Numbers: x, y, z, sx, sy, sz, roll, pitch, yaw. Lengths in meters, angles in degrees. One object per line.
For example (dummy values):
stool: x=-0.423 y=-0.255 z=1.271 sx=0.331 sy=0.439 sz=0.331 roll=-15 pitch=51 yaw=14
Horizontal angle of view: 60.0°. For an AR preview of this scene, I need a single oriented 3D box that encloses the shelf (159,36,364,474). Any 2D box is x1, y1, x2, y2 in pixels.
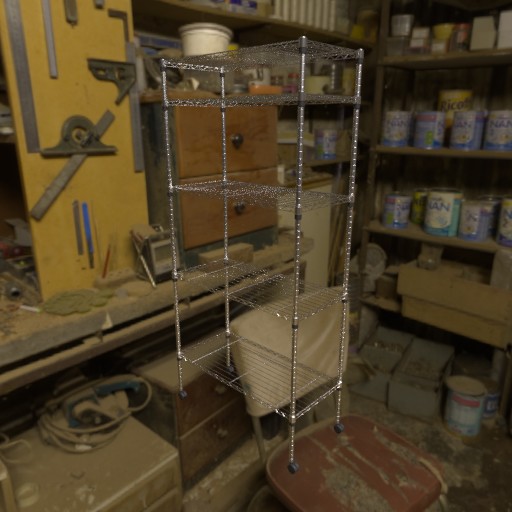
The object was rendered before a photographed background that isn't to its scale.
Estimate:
shelf: x=0.000 y=0.000 z=1.901 sx=0.762 sy=1.587 sz=0.356 roll=15 pitch=23 yaw=41
